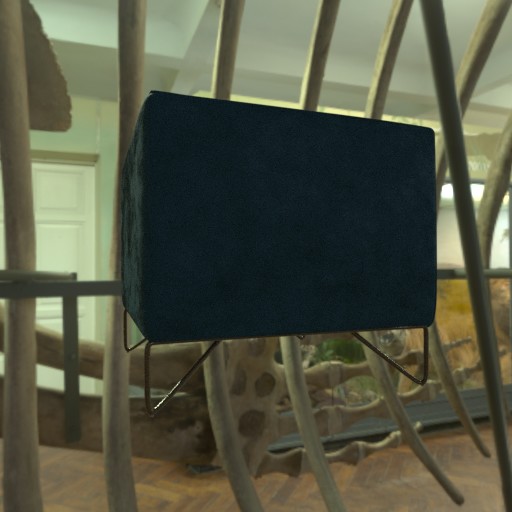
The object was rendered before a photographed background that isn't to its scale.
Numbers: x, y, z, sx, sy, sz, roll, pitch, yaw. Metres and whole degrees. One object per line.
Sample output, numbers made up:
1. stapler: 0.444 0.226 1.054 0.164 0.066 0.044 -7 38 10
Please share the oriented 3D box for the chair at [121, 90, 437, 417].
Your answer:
1. chair: 0.000 0.000 1.595 0.894 0.790 0.880 0 -1 -20
